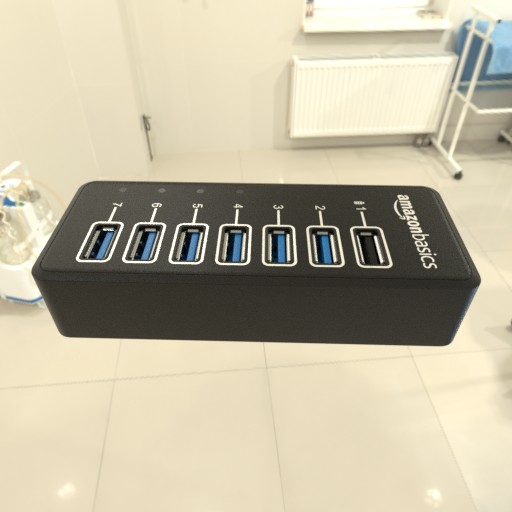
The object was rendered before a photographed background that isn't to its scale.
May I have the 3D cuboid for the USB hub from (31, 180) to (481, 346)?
[{"bbox_3d":[0.000,0.000,0.129,0.110,0.023,0.044,1,42,1],"label":"USB hub"}]
